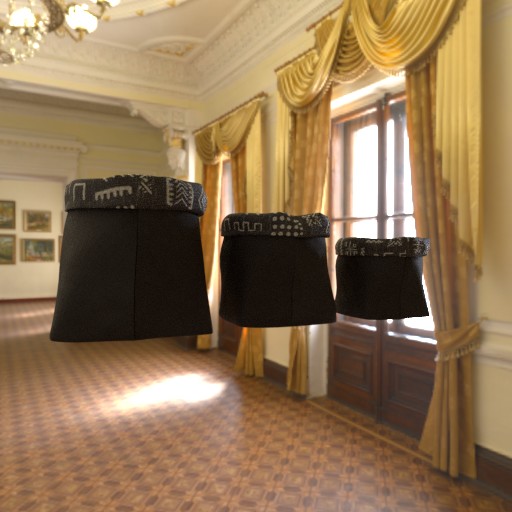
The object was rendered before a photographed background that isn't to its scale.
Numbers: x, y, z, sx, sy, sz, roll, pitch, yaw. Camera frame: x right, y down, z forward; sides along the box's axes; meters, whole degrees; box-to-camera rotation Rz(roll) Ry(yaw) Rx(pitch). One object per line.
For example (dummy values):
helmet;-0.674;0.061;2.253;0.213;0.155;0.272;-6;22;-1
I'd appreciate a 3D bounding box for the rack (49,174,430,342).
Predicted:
rack;0.000;0.000;1.095;0.905;0.323;0.379;0;1;-18
